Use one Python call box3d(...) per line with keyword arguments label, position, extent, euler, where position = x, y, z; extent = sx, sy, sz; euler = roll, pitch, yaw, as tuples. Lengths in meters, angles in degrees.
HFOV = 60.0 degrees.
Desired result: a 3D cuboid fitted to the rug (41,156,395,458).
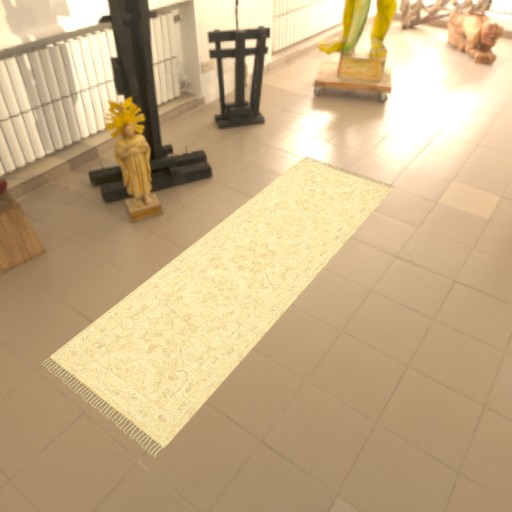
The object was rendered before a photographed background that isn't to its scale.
box3d(label="rug", position=(0.000, 0.000, 2.784), extent=(0.795, 0.015, 2.544), euler=(25, 47, 26))
